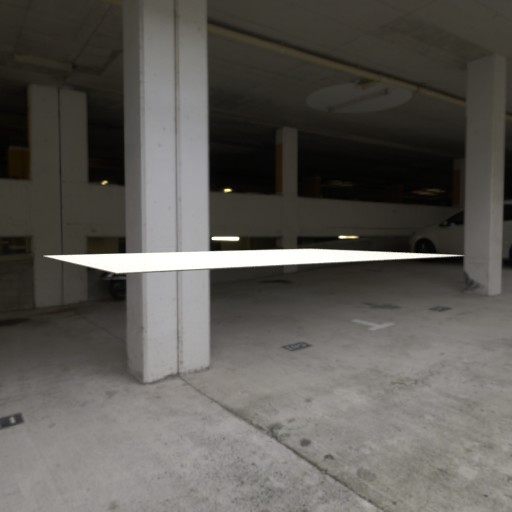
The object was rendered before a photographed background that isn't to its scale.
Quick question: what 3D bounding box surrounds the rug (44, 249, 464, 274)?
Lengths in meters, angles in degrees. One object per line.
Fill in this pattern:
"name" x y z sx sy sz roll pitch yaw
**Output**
"rug" 0.000 0.000 2.888 2.289 0.006 1.523 -2 4 -35
